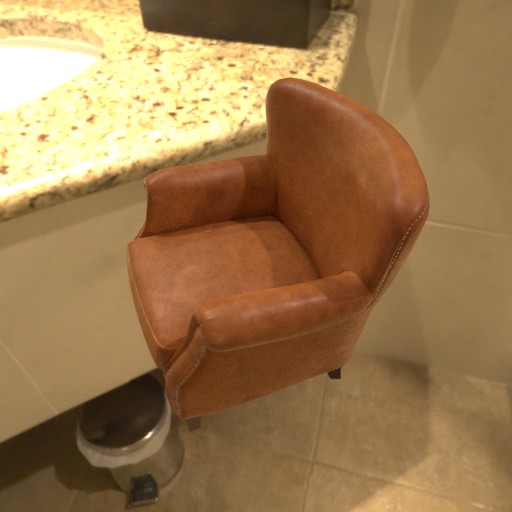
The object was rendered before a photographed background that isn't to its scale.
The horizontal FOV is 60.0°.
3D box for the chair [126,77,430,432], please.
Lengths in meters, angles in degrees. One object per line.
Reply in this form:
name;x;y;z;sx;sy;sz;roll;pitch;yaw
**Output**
chair;0.000;0.000;1.623;0.921;0.936;0.861;-16;48;-15
